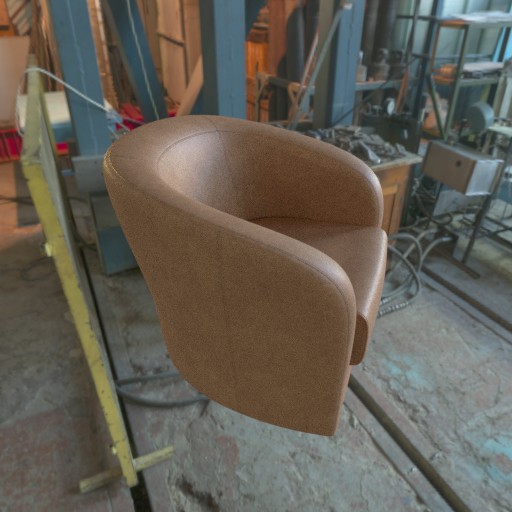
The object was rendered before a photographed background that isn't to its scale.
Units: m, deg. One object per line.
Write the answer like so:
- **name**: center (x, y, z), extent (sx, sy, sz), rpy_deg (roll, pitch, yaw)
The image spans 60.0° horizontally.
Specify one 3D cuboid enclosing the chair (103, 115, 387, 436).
- **chair**: center (0.000, 0.000, 1.443), extent (0.815, 0.771, 0.791), rpy_deg (10, 33, 17)
